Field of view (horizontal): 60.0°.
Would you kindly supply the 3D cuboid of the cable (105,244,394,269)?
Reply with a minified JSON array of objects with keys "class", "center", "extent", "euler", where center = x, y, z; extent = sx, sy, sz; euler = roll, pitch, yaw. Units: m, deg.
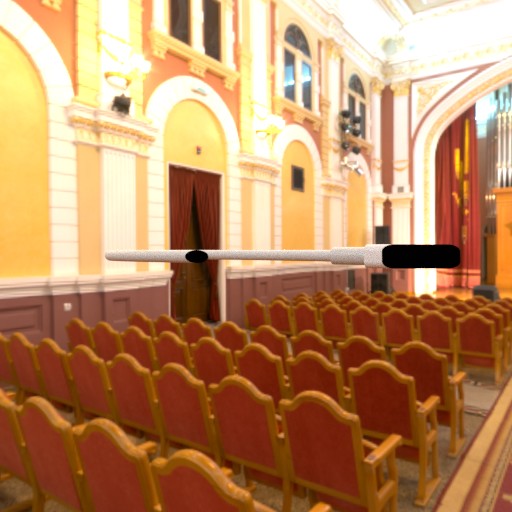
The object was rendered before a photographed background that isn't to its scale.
[{"class":"cable","center":[0.000,0.000,0.109],"extent":[0.098,0.006,0.040],"euler":[1,1,36]}]
